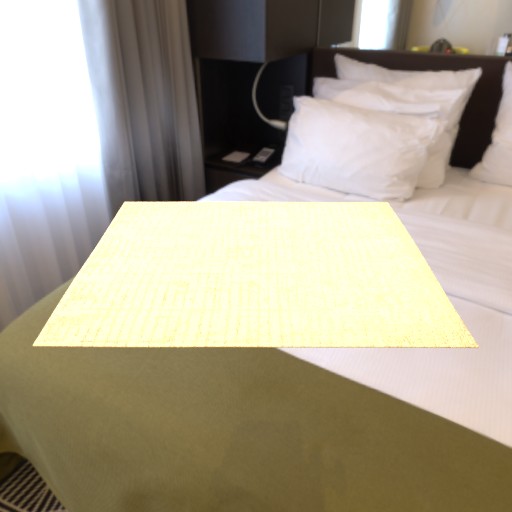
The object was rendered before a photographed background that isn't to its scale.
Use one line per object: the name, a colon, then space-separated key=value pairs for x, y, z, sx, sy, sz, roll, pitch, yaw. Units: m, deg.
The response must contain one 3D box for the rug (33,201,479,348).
rug: x=0.000 y=0.000 z=4.073 sx=3.061 sy=0.014 sz=2.447 roll=0 pitch=31 yaw=0
